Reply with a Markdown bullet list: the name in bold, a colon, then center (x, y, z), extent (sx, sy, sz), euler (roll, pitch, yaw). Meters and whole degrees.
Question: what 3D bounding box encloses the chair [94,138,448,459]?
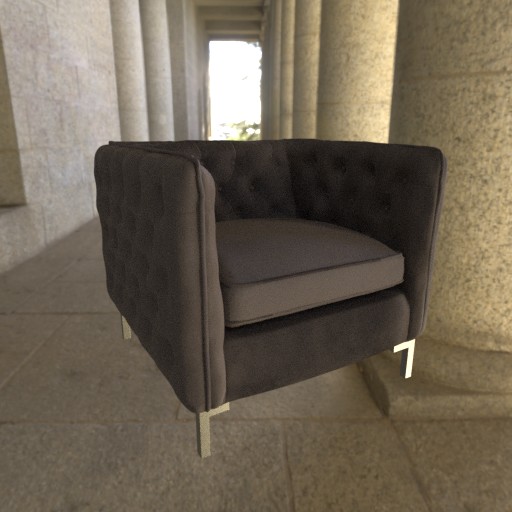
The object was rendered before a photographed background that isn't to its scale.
- **chair**: center (0.000, 0.000, 1.626), extent (0.946, 0.807, 0.913), euler (-10, 19, -29)
